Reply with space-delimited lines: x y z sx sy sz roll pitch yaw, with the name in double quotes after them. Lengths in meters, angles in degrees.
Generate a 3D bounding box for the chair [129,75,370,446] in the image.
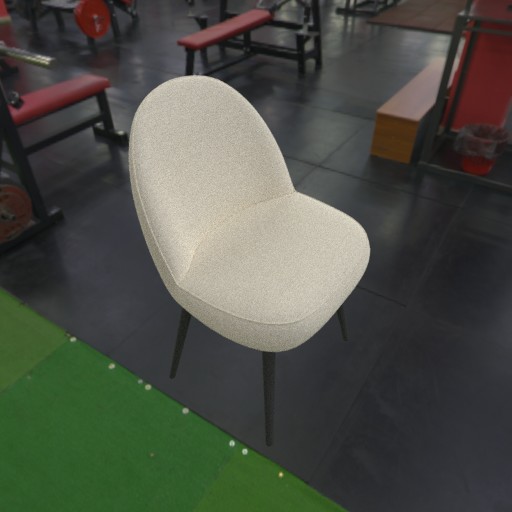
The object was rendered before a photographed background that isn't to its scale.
0.000 0.000 1.203 0.540 0.838 0.532 25 46 27 "chair"
